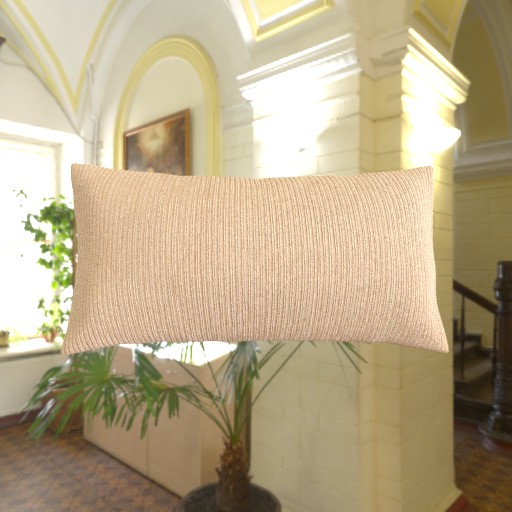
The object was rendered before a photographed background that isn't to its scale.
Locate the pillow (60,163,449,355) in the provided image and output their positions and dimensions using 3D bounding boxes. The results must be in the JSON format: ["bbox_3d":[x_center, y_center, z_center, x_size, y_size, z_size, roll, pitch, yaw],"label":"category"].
[{"bbox_3d":[0.000,0.000,0.714,0.608,0.307,0.155,0,-1,-2],"label":"pillow"}]
